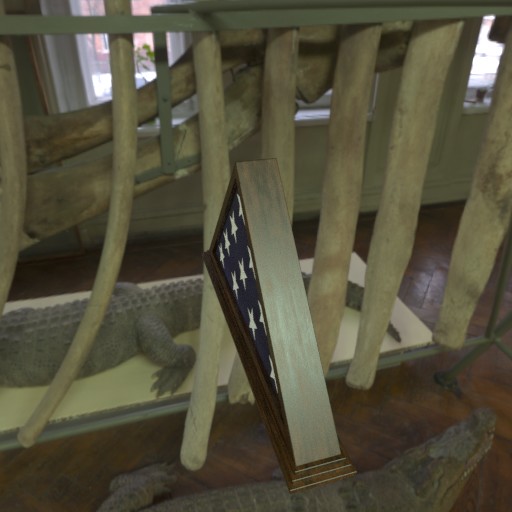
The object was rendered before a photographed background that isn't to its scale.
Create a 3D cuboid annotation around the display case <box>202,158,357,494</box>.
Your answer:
[{"bbox_3d":[0.000,0.000,0.764,0.095,0.340,0.640,-8,31,-14],"label":"display case"}]
